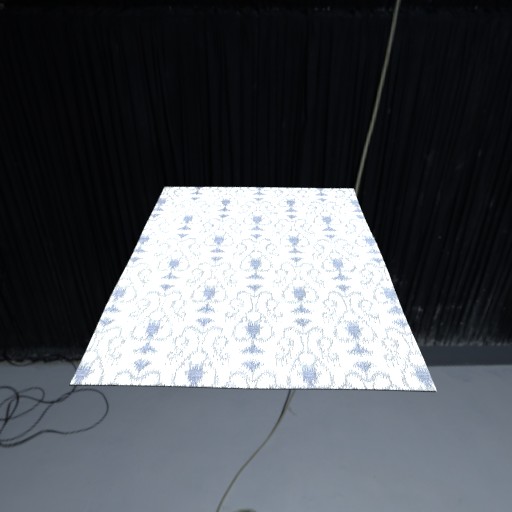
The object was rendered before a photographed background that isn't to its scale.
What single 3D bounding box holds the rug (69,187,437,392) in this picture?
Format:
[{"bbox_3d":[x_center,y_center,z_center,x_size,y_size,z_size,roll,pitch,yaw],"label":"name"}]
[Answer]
[{"bbox_3d":[0.000,0.000,2.963,1.676,0.013,2.261,1,32,1],"label":"rug"}]
